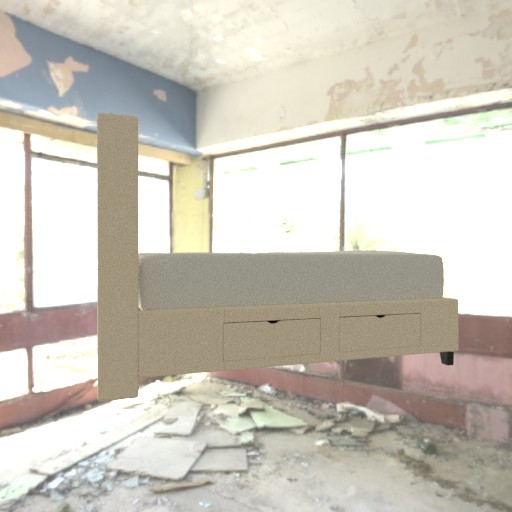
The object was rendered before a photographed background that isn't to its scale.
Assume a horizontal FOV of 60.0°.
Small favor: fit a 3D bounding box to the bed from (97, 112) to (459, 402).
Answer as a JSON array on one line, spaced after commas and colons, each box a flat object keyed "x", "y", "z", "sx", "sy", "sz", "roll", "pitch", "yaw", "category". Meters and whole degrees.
[{"x": 0.000, "y": 0.000, "z": 3.432, "sx": 2.280, "sy": 1.471, "sz": 1.765, "roll": 0, "pitch": 0, "yaw": -18, "category": "bed"}]
